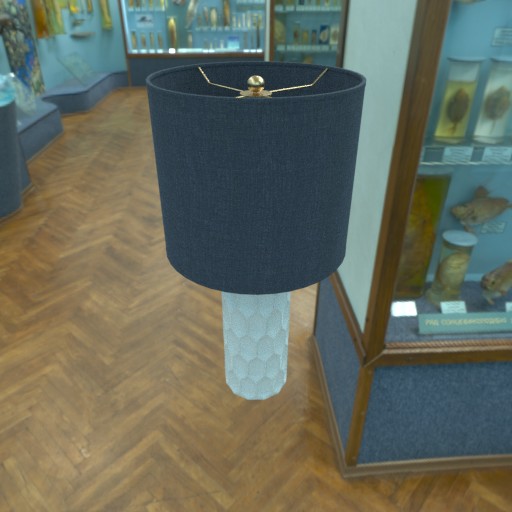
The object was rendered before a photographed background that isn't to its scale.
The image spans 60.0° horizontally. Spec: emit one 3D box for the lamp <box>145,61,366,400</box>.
[{"bbox_3d":[0.000,0.000,0.704,0.277,0.537,0.277,0,31,-1],"label":"lamp"}]
